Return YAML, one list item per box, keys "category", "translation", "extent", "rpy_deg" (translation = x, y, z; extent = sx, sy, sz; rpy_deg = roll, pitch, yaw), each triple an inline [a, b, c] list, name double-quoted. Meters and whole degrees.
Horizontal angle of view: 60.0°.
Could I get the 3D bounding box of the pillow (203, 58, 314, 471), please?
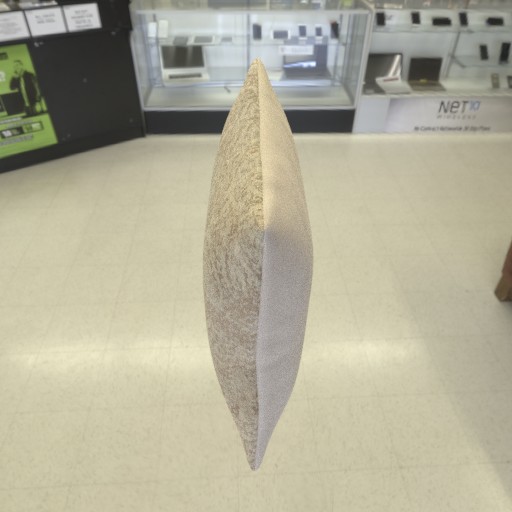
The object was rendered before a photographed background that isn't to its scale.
- category: "pillow"
  translation: [0.000, 0.000, 0.771]
  extent: [0.166, 0.510, 0.523]
  rpy_deg: [0, 41, 0]
